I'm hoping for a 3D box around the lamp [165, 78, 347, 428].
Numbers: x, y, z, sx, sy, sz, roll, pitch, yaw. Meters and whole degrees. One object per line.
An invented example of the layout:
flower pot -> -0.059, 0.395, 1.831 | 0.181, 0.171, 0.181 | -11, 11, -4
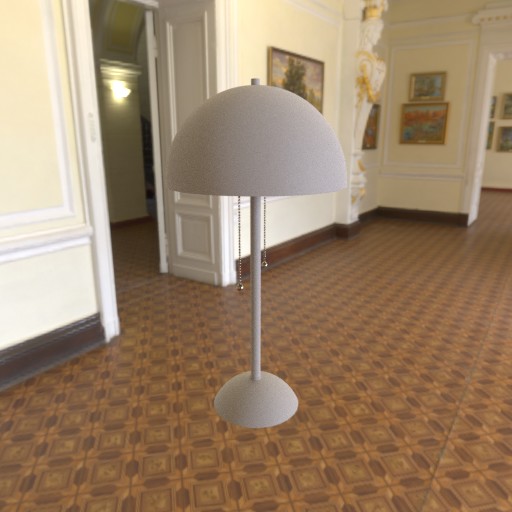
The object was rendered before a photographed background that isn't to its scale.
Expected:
lamp -> 0.000, 0.000, 0.443 | 0.171, 0.330, 0.171 | 0, 15, 0
